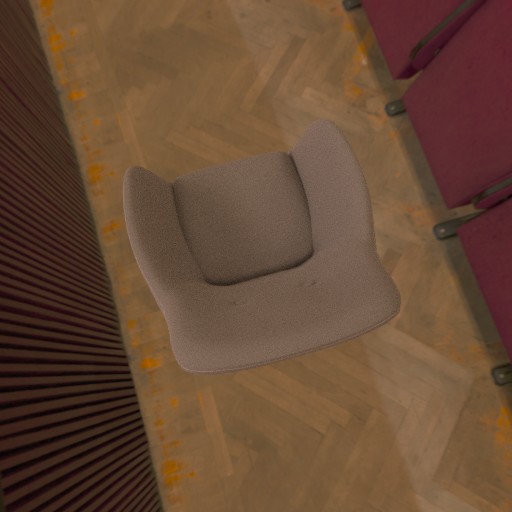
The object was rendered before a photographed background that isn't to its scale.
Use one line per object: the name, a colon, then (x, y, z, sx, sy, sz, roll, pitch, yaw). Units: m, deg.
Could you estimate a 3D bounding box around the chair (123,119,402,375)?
chair: (0.000, 0.000, 1.236, 0.570, 0.830, 0.590, -15, 76, -4)
